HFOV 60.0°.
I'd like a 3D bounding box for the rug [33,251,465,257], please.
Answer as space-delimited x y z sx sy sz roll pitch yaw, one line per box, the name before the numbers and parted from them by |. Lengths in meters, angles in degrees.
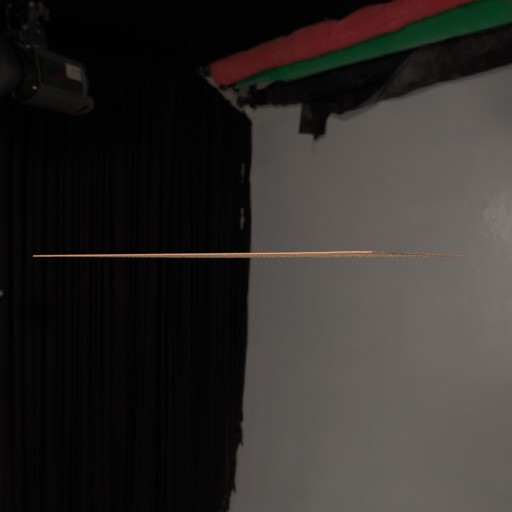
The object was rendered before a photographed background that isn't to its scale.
rug | 0.000 0.000 3.980 3.045 0.011 2.436 0 -1 35
